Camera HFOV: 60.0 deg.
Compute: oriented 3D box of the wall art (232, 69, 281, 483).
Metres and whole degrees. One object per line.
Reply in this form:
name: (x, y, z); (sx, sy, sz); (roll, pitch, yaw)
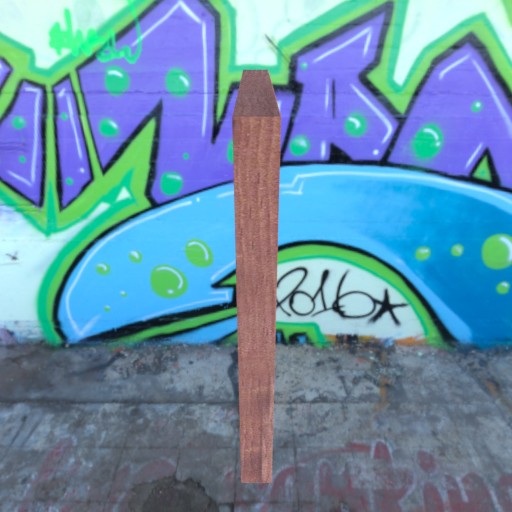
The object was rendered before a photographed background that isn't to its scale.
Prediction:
wall art: (0.000, 0.000, 0.622); (0.039, 0.449, 0.377); (0, 28, 0)
